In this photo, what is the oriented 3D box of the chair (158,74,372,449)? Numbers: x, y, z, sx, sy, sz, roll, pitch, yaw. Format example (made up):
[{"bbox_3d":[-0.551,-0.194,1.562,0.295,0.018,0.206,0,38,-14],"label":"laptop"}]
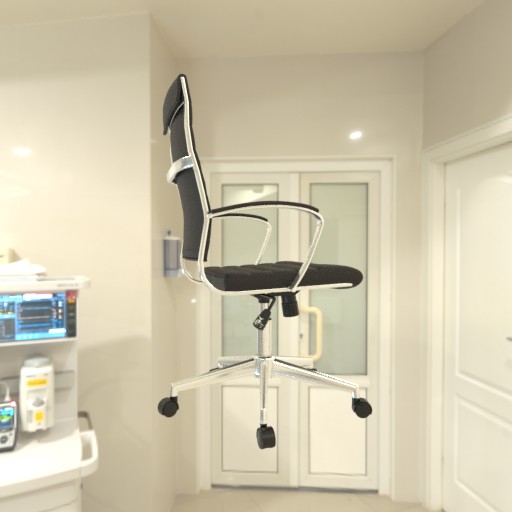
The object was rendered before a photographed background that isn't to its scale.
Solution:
[{"bbox_3d":[0.000,0.000,1.690,0.739,1.149,0.766,0,1,-17],"label":"chair"}]
